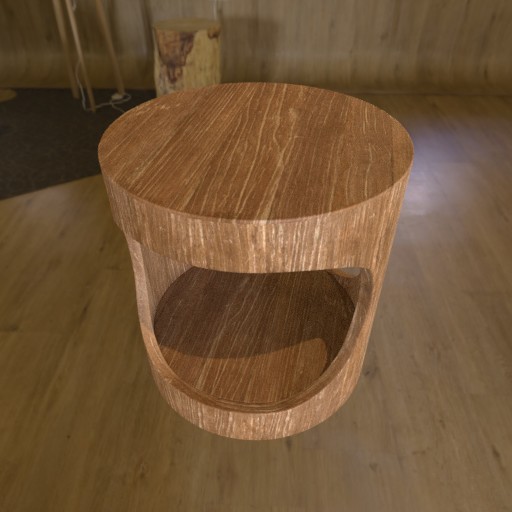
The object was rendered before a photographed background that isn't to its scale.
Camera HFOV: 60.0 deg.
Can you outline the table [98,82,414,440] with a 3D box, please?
[{"bbox_3d":[0.000,0.000,0.941,0.527,0.551,0.527,0,40,0],"label":"table"}]
